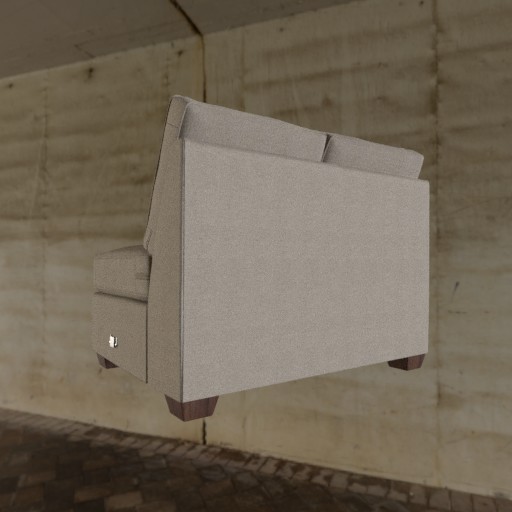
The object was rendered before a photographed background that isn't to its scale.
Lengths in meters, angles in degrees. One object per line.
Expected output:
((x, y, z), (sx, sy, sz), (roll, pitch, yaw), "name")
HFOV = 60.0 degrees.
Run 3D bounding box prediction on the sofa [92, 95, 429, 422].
((0.000, 0.000, 2.024), (1.232, 1.006, 0.978), (0, -1, -35), "sofa")
